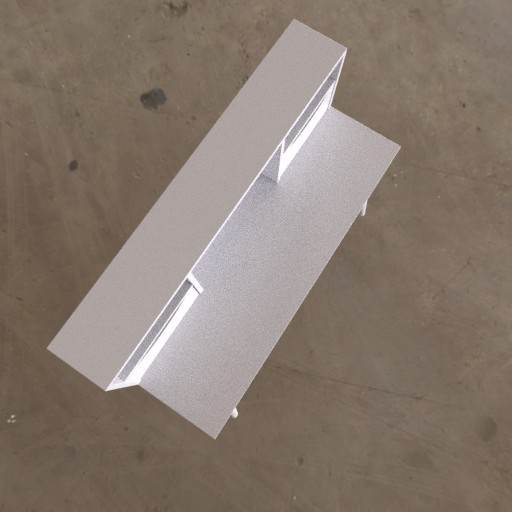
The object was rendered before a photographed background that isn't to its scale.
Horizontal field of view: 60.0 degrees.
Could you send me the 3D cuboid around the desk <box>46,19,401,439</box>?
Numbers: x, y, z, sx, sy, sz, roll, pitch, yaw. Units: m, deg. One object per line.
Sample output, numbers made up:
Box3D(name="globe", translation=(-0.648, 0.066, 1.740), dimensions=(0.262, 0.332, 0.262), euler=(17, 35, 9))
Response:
Box3D(name="desk", translation=(0.000, 0.000, 1.706), dimensions=(0.559, 0.990, 1.199), euler=(33, 79, 7))
